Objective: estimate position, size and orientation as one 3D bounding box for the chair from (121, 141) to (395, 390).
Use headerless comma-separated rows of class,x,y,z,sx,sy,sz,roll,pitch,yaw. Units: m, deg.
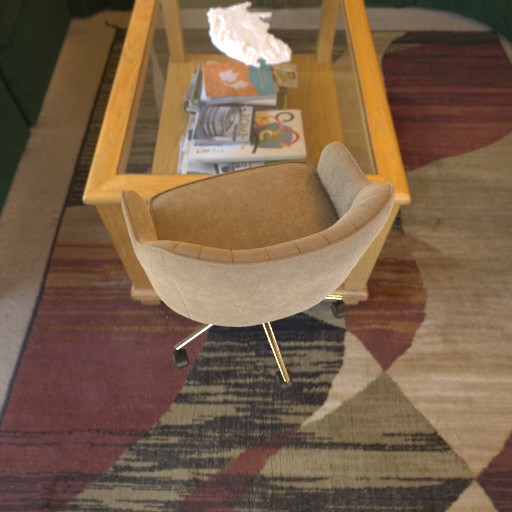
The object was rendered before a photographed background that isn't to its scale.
chair,0.000,0.000,1.266,0.635,0.831,0.573,-15,59,-9
